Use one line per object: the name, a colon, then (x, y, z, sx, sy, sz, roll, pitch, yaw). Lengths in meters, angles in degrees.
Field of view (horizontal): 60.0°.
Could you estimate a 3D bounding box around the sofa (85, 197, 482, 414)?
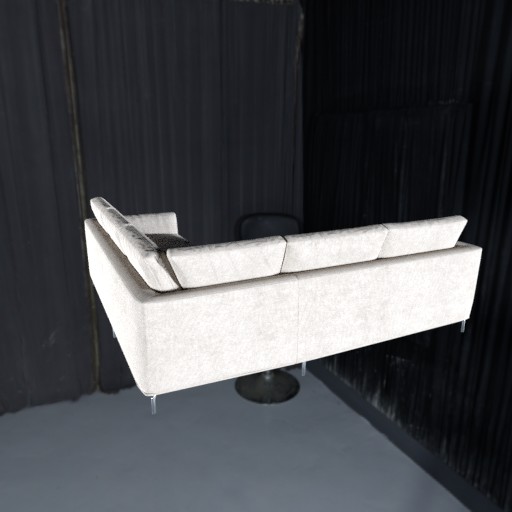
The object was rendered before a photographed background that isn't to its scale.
sofa: (0.000, 0.000, 3.686, 2.438, 0.864, 2.438, -8, 17, -25)
